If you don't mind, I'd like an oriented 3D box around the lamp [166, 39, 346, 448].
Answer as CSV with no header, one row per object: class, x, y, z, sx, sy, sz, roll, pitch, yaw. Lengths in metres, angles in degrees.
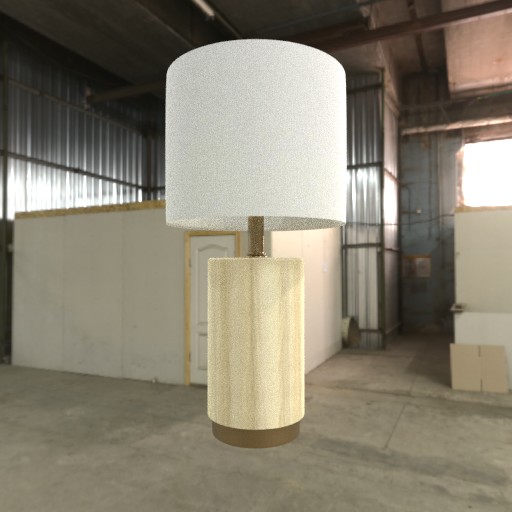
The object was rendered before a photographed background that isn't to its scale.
lamp,0.000,0.000,0.567,0.228,0.444,0.228,1,-1,-36
